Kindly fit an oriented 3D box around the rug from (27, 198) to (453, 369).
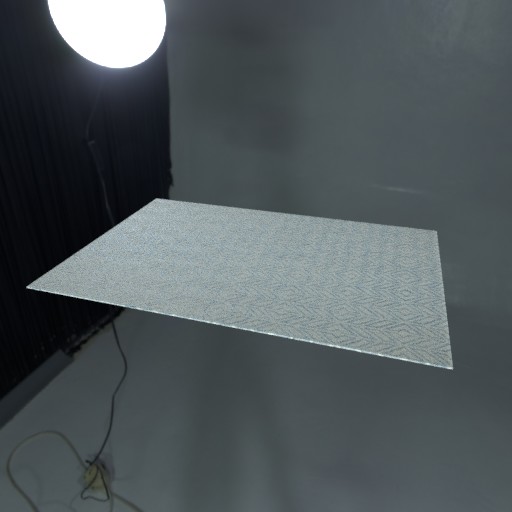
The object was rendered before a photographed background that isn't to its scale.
[{"bbox_3d":[0.000,0.000,2.307,1.824,0.008,1.220,8,29,15],"label":"rug"}]
